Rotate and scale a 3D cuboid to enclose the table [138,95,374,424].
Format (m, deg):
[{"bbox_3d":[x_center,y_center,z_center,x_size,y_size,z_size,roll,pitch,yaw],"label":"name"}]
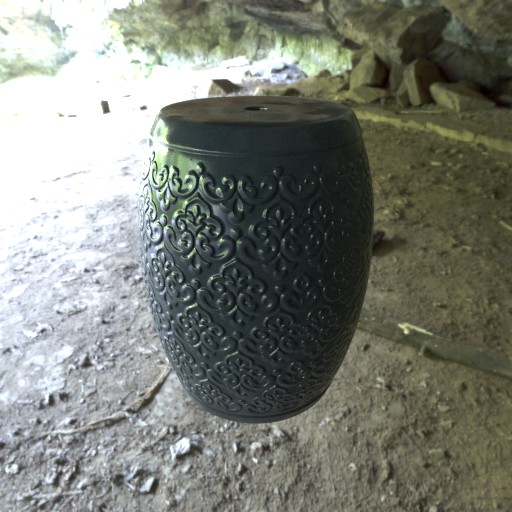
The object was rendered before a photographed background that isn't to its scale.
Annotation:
[{"bbox_3d":[0.000,0.000,0.615,0.309,0.397,0.309,0,27,0],"label":"table"}]
